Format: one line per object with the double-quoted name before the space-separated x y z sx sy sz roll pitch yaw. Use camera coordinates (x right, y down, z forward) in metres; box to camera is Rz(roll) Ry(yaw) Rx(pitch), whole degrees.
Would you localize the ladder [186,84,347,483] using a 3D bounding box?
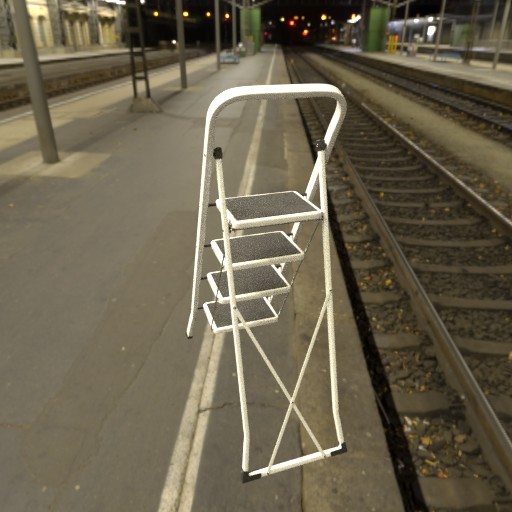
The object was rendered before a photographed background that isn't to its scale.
"ladder" 0.000 0.000 1.691 0.460 1.265 0.914 -9 28 -17
